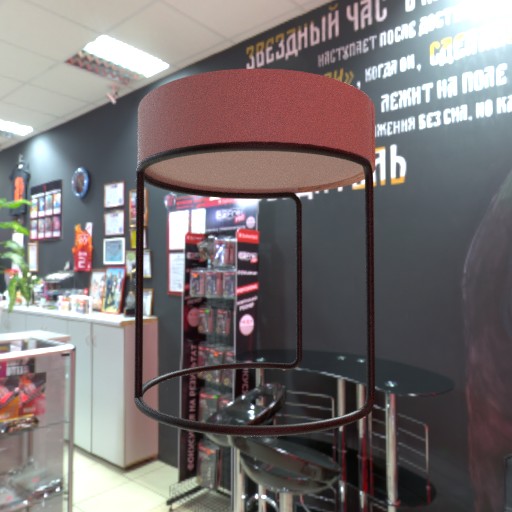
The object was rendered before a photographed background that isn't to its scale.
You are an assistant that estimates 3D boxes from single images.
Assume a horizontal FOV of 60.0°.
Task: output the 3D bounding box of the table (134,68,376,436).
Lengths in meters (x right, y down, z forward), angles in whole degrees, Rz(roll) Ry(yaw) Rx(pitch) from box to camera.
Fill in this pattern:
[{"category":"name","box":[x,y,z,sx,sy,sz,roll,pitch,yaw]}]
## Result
[{"category":"table","box":[0.000,0.000,0.857,0.450,0.530,0.450,0,-2,0]}]
